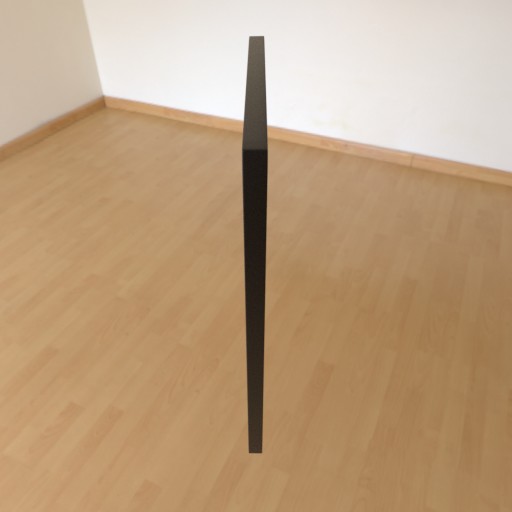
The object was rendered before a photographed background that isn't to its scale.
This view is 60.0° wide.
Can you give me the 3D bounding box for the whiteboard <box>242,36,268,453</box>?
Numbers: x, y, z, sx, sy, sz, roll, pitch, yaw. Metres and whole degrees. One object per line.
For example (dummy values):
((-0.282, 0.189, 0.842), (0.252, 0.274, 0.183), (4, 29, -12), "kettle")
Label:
((0.000, 0.000, 0.774), (0.026, 0.611, 0.406), (0, 40, 0), "whiteboard")
